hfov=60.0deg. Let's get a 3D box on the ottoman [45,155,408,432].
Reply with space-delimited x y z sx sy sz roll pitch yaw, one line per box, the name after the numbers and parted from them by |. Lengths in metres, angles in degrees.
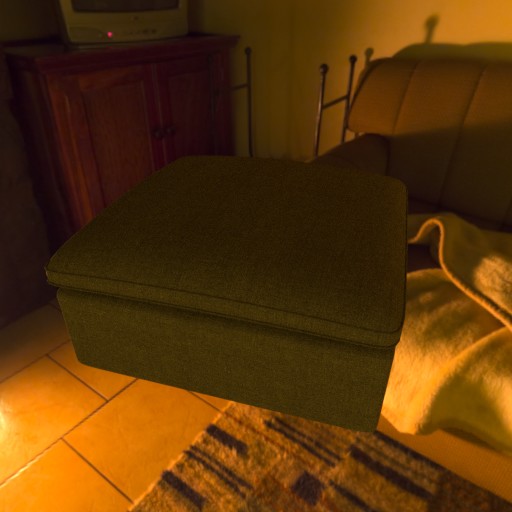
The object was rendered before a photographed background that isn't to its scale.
0.000 0.000 1.715 1.067 0.559 1.067 9 32 14 | ottoman
